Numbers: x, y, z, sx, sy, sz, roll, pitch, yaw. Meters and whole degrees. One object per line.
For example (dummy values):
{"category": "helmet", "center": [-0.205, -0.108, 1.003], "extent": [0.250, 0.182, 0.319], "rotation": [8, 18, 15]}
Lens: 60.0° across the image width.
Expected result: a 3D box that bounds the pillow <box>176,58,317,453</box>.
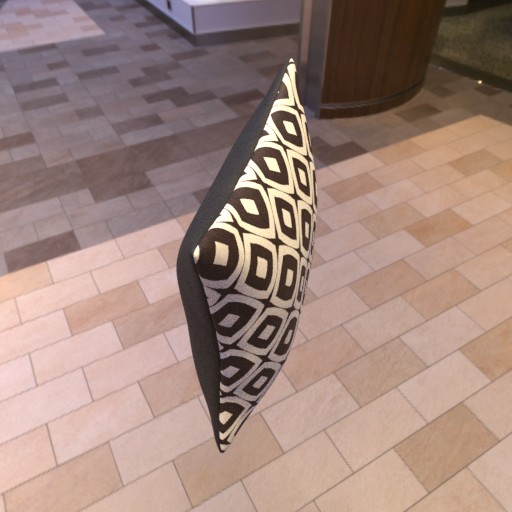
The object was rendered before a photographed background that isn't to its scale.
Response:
{"category": "pillow", "center": [0.000, 0.000, 0.777], "extent": [0.188, 0.494, 0.504], "rotation": [10, 46, 10]}
